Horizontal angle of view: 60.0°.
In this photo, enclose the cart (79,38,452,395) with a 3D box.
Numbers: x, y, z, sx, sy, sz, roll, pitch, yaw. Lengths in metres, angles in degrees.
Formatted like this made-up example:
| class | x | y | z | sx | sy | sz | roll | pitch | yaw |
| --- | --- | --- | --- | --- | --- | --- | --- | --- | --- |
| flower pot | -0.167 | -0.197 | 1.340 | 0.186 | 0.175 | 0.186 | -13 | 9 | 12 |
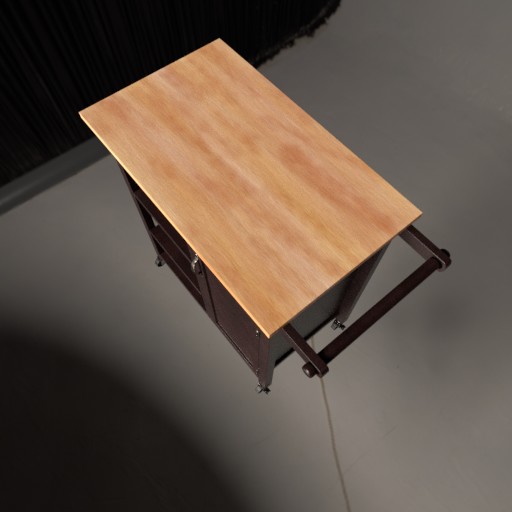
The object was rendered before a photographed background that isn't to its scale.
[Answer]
| class | x | y | z | sx | sy | sz | roll | pitch | yaw |
| --- | --- | --- | --- | --- | --- | --- | --- | --- | --- |
| cart | 0.000 | 0.000 | 1.476 | 0.472 | 0.878 | 0.914 | -36 | 68 | -17 |
